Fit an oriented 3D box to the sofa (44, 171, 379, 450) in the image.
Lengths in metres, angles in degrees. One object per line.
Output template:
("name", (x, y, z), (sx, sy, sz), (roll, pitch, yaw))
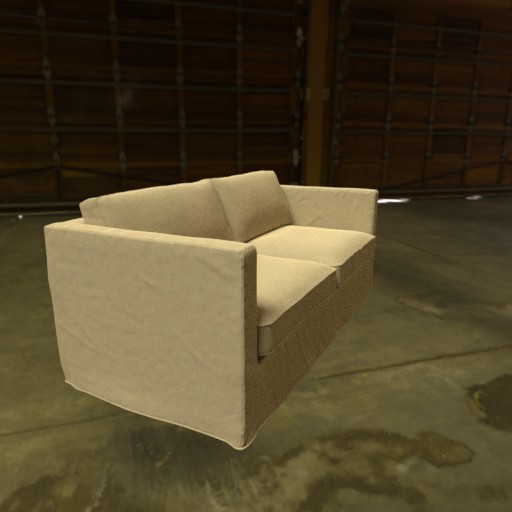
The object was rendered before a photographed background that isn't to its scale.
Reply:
("sofa", (0.000, 0.000, 2.462), (0.962, 0.835, 1.959), (7, 16, 26))
